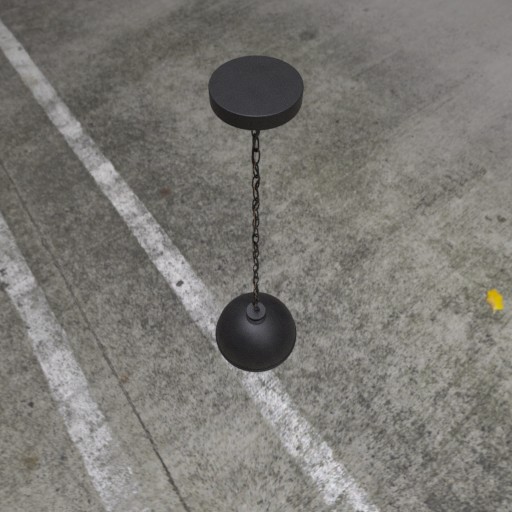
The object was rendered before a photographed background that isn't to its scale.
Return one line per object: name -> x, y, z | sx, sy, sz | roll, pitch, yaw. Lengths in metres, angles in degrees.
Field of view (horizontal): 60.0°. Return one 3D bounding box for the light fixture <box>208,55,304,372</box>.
light fixture -> 0.000, 0.000, 1.205 | 0.304, 1.090, 0.304 | -32, 63, -18
